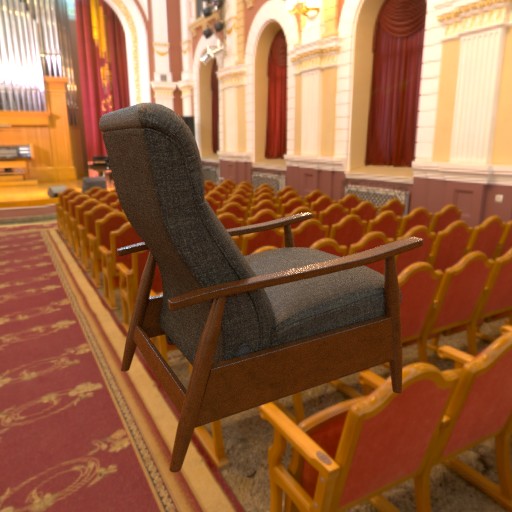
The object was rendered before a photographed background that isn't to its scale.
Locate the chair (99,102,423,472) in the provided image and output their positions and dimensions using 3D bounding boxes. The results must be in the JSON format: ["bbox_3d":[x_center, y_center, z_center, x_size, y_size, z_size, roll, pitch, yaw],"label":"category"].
[{"bbox_3d":[0.000,0.000,1.751,1.014,1.082,0.762,-8,16,-27],"label":"chair"}]
